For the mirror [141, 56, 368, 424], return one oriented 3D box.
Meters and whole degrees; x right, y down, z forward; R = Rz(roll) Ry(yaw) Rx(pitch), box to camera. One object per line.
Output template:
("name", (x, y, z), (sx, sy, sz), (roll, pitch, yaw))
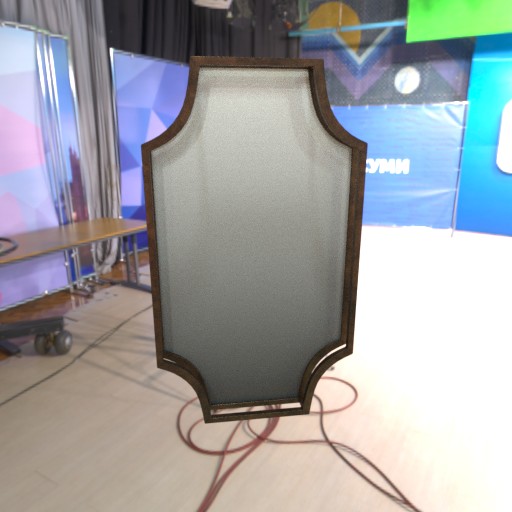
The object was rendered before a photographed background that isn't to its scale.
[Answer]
("mirror", (0.000, 0.000, 0.994), (0.462, 0.811, 0.066), (-2, 17, -8))
